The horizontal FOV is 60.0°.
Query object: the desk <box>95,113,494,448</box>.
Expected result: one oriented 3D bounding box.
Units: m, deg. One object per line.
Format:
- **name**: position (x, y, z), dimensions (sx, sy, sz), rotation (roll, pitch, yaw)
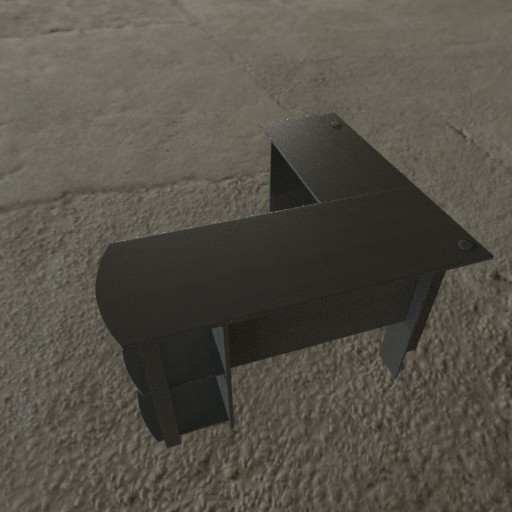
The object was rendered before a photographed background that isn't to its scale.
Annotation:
- **desk**: position (0.000, 0.000, 2.121), dimensions (1.361, 0.716, 1.303), rotation (-12, 42, -13)
